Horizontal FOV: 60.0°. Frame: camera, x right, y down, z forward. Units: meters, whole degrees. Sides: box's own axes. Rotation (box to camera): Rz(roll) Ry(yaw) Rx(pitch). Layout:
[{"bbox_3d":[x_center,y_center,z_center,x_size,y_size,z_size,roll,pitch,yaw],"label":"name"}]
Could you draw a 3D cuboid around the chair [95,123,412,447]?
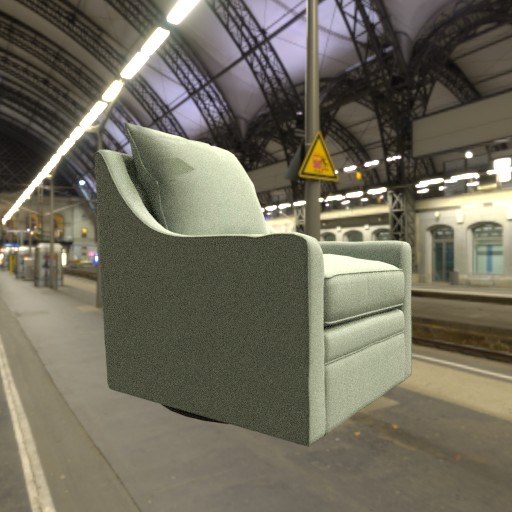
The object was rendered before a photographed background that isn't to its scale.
[{"bbox_3d":[0.000,0.000,1.561,0.870,0.926,0.760,0,0,36],"label":"chair"}]
